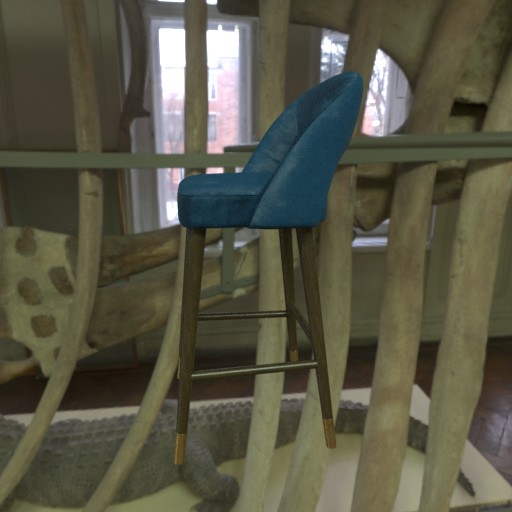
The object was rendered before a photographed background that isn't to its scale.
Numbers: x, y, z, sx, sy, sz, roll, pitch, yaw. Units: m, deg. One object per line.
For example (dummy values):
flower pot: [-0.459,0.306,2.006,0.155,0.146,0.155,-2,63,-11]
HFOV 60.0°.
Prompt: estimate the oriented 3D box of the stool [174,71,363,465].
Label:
stool: [0.000,0.000,1.313,0.515,1.016,0.514,-2,15,-8]
